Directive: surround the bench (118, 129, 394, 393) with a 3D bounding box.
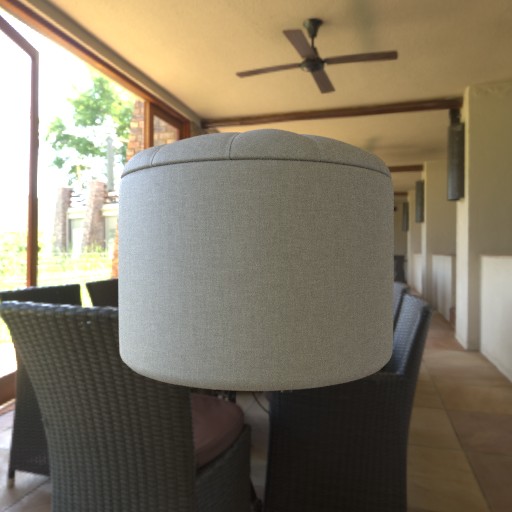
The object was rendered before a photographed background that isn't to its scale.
[{"bbox_3d":[0.000,0.000,1.011,0.600,0.453,0.600,0,0,0],"label":"bench"}]
